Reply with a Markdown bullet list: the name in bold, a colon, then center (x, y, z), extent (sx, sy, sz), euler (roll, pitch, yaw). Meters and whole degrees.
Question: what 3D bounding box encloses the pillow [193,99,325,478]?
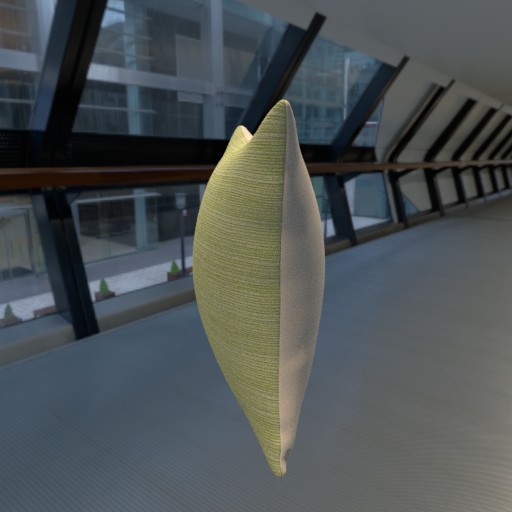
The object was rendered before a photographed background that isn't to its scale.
- **pillow**: center (0.000, 0.000, 0.804), extent (0.229, 0.487, 0.560), euler (-2, 14, -7)
